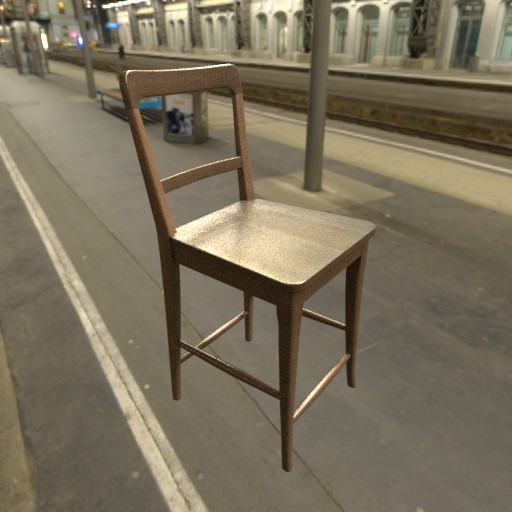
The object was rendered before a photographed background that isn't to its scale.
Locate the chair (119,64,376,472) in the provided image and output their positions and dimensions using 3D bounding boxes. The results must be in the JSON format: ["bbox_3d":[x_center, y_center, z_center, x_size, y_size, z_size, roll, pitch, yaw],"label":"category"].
[{"bbox_3d":[0.000,0.000,1.279,0.546,0.991,0.450,18,31,32],"label":"chair"}]
